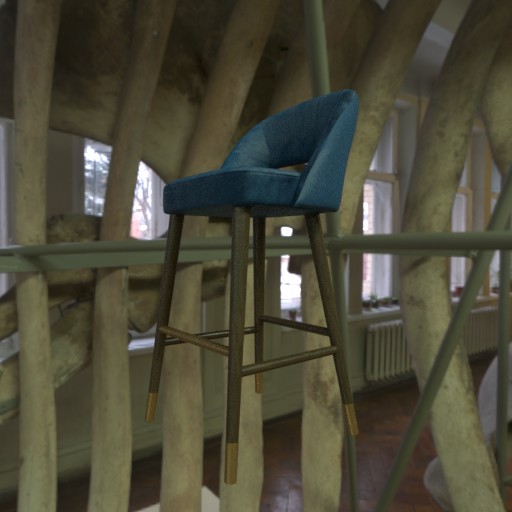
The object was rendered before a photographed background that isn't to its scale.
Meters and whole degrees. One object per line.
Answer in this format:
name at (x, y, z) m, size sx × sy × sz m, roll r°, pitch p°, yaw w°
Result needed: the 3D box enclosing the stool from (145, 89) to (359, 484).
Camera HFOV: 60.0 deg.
stool at (0.000, 0.000, 1.319) m, size 0.515 × 1.016 × 0.514 m, roll -1°, pitch 2°, yaw -37°
